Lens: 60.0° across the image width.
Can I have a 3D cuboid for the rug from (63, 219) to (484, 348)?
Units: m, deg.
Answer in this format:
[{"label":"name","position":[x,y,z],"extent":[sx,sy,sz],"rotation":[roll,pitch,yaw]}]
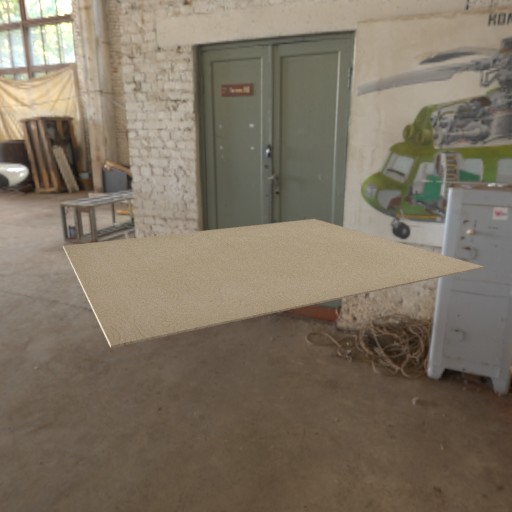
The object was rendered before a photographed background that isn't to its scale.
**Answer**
[{"label":"rug","position":[0.000,0.000,3.444],"extent":[2.584,0.011,2.073],"rotation":[-8,17,-27]}]
